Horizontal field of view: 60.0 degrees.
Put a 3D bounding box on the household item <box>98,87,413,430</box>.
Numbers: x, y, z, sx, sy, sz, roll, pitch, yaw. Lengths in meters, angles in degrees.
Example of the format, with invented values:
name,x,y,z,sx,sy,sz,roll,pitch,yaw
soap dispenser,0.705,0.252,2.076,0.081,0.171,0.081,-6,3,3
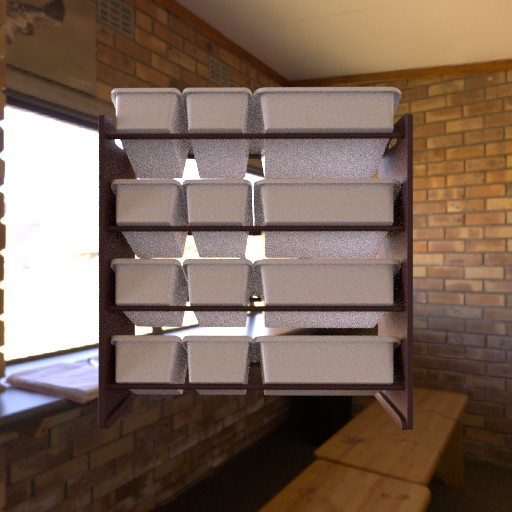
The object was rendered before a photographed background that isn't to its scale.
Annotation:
name,x,y,z,sx,sy,sz,roll,pitch,yaw
household item,0.000,0.000,1.296,0.787,0.864,0.389,0,0,1
